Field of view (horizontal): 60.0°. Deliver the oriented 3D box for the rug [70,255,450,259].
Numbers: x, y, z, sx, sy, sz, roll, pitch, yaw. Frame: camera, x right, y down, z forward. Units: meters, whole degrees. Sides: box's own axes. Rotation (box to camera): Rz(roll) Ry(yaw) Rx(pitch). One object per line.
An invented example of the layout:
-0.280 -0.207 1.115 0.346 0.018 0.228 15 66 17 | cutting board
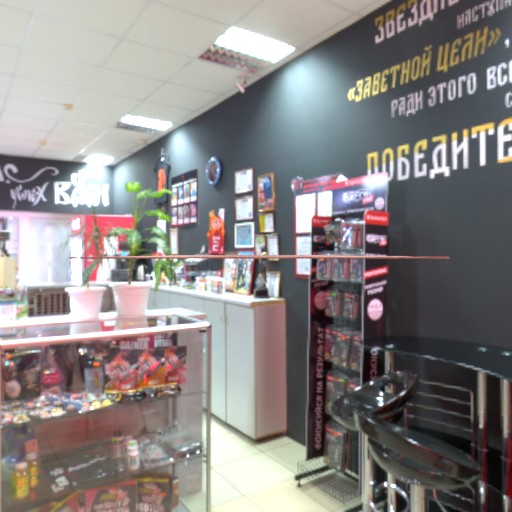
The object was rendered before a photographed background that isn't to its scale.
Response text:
0.000 0.000 2.985 1.522 0.012 2.440 0 0 -1 | rug
